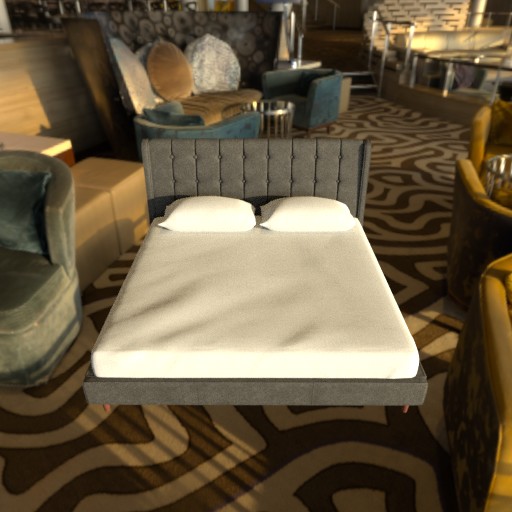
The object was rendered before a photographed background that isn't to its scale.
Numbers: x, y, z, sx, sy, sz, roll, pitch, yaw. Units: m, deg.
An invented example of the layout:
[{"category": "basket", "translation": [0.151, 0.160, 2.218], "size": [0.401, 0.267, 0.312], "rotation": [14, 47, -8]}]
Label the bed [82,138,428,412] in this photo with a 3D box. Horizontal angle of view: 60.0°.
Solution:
[{"category": "bed", "translation": [0.000, 0.000, 2.557], "size": [1.531, 0.933, 1.638], "rotation": [0, 30, 0]}]
